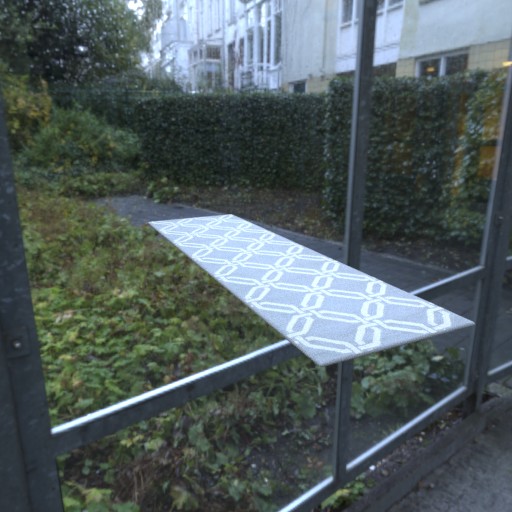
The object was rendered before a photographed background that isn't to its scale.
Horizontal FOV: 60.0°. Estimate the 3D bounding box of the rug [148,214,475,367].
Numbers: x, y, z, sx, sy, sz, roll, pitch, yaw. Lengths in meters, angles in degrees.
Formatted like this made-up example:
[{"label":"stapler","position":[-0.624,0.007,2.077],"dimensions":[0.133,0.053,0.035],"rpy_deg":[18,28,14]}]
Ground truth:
[{"label":"rug","position":[0.000,0.000,2.459],"dimensions":[0.678,0.014,2.276],"rpy_deg":[-8,18,-25]}]
